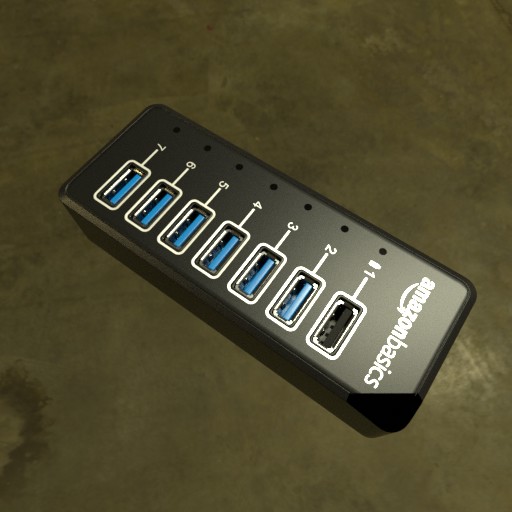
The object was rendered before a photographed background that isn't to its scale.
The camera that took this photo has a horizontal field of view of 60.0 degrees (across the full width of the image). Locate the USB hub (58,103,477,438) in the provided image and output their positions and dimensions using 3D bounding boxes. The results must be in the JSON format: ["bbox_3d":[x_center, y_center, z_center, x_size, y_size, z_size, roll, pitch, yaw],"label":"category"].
[{"bbox_3d":[0.000,0.000,0.128,0.110,0.023,0.044,33,69,15],"label":"USB hub"}]
